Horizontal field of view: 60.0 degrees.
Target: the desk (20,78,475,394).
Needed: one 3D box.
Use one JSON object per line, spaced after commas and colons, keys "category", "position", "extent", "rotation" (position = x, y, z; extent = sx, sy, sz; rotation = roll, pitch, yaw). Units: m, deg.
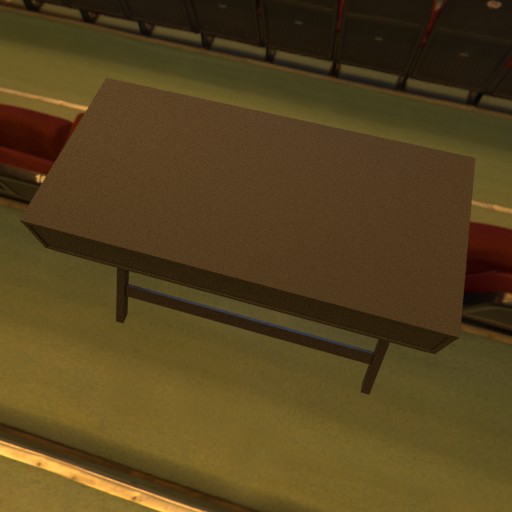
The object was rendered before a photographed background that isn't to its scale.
{"category": "desk", "position": [0.000, 0.000, 1.474], "extent": [1.057, 0.780, 0.504], "rotation": [15, 65, 7]}
